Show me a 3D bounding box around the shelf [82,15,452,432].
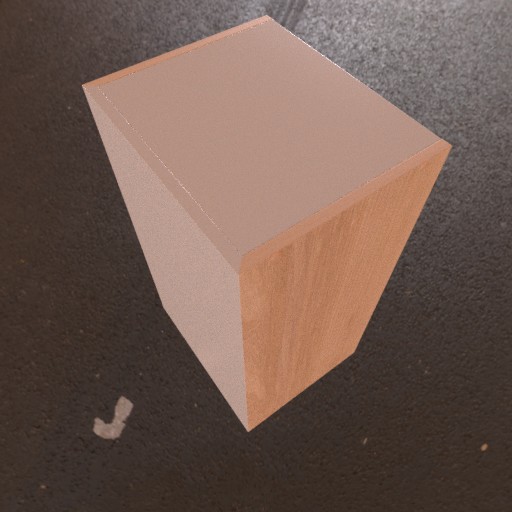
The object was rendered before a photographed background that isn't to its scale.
[{"bbox_3d":[0.000,0.000,0.774,0.290,0.600,0.350,-31,61,-19],"label":"shelf"}]
